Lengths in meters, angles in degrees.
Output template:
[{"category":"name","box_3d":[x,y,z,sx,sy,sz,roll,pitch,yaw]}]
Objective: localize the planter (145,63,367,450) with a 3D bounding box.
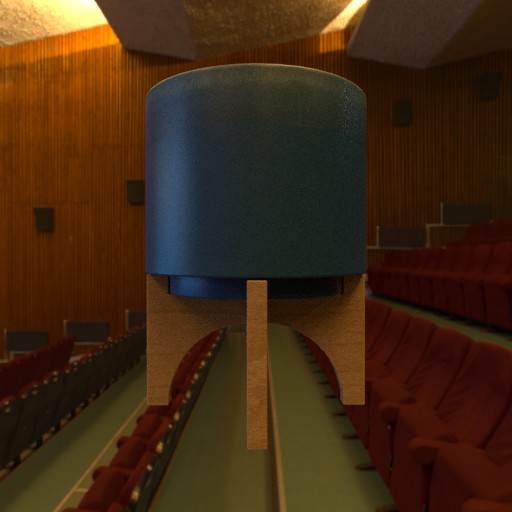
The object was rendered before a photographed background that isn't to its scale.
[{"category":"planter","box_3d":[0.000,0.000,0.397,0.192,0.263,0.192,0,0,0]}]
